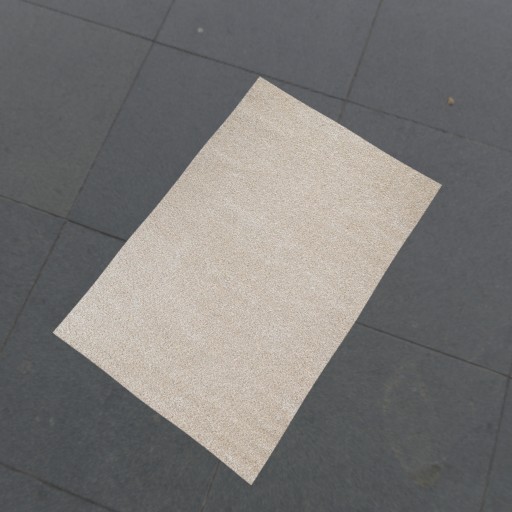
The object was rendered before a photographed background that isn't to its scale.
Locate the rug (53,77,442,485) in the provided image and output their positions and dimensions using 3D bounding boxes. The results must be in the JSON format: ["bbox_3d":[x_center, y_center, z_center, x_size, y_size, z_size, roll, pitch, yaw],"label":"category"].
[{"bbox_3d":[0.000,0.000,3.454,1.800,0.025,2.699,34,77,9],"label":"rug"}]
